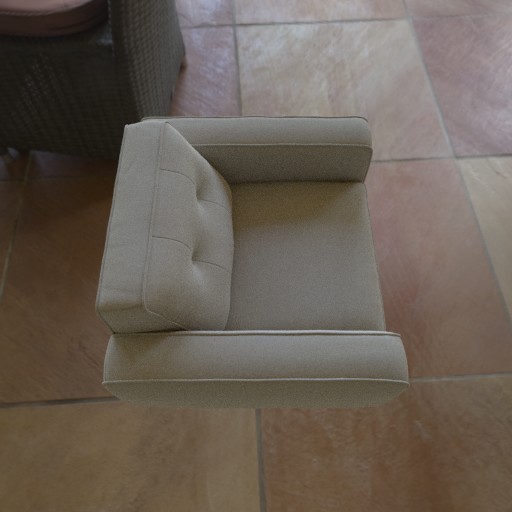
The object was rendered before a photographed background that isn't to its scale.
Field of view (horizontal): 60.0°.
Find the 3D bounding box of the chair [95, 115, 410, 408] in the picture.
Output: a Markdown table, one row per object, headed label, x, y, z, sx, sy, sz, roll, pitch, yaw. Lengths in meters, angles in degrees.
| label | x | y | z | sx | sy | sz | roll | pitch | yaw |
| --- | --- | --- | --- | --- | --- | --- | --- | --- | --- |
| chair | 0.000 | 0.000 | 1.728 | 0.953 | 0.779 | 1.115 | 0 | 63 | 0 |
